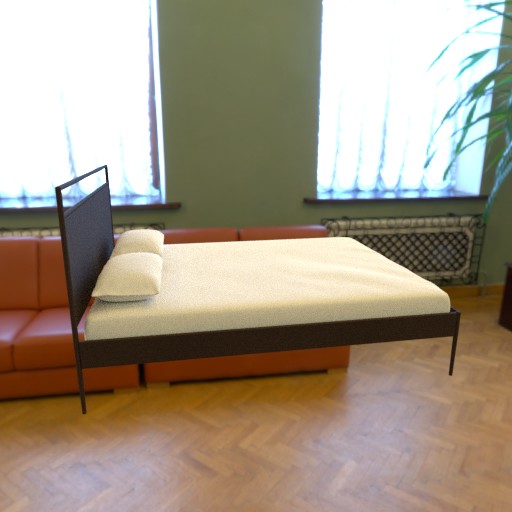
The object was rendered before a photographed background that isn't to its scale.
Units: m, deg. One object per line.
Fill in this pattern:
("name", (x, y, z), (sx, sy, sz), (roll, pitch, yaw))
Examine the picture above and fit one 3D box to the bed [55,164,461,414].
("bed", (0.000, 0.000, 3.064), (2.122, 1.173, 1.572), (-3, 16, -10))
